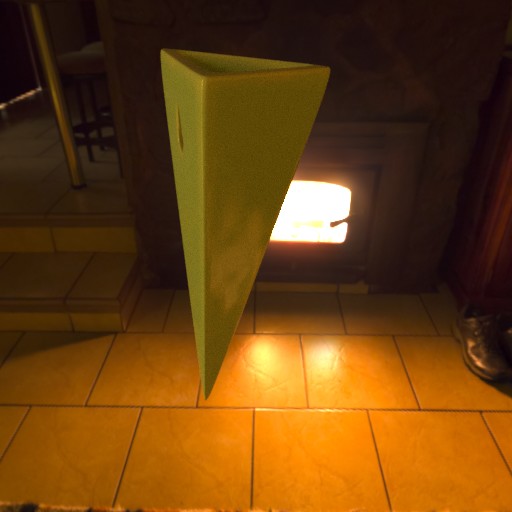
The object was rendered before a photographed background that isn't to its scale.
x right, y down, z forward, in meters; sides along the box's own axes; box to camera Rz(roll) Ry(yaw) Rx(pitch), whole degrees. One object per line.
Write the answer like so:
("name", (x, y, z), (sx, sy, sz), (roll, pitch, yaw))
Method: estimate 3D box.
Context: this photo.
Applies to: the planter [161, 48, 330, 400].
("planter", (0.000, 0.000, 0.215), (0.064, 0.178, 0.080), (-10, 32, -16))
